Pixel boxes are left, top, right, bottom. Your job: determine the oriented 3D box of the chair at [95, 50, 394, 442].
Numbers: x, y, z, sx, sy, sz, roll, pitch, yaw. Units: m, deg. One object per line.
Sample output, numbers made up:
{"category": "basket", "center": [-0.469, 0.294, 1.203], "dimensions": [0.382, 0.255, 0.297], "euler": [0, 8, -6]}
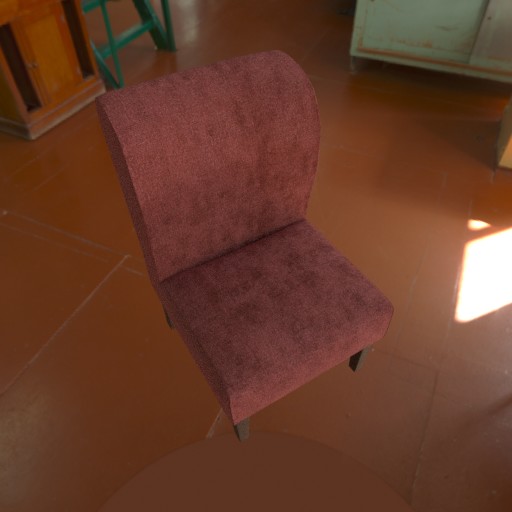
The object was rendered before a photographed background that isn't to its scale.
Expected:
{"category": "chair", "center": [0.000, 0.000, 1.251], "dimensions": [0.538, 0.846, 0.640], "euler": [-24, 51, -21]}
